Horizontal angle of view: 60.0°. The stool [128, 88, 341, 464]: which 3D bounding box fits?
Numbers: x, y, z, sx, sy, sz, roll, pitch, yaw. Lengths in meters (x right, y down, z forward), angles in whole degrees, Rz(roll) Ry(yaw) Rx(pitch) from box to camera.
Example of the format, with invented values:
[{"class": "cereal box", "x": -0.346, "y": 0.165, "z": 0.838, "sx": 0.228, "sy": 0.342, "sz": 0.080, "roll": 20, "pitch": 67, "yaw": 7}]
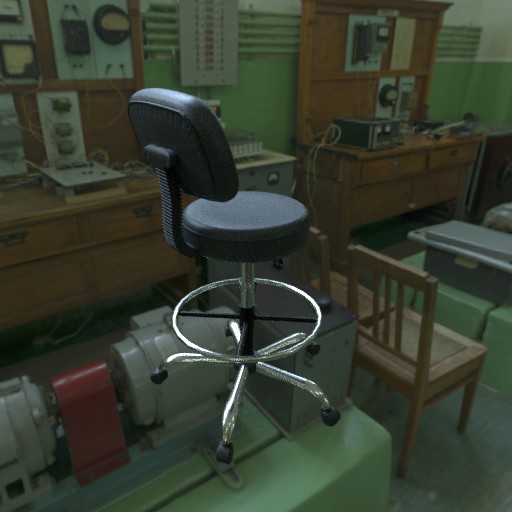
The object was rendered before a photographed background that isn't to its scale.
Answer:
[{"class": "stool", "x": 0.000, "y": 0.000, "z": 1.480, "sx": 0.658, "sy": 1.069, "sz": 0.694, "roll": -18, "pitch": 30, "yaw": -33}]
